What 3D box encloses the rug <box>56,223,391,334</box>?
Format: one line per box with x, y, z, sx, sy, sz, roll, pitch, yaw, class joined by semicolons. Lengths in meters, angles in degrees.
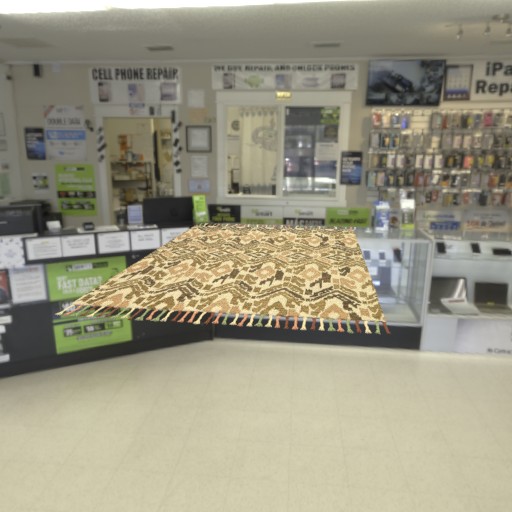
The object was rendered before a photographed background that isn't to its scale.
0.000;0.000;3.062;1.524;0.008;2.438;2;14;8;rug
